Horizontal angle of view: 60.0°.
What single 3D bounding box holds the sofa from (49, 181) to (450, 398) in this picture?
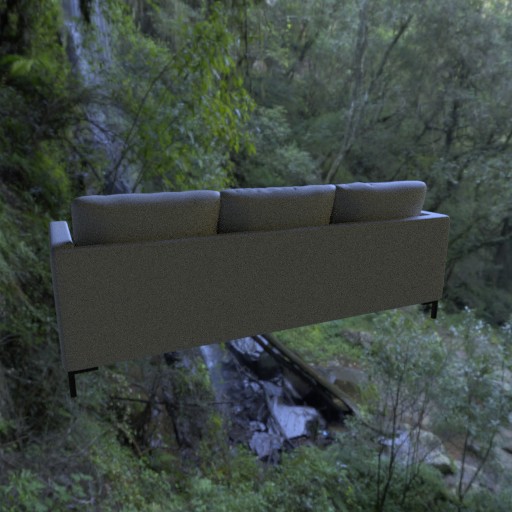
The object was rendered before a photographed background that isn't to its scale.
[{"bbox_3d":[0.000,0.000,2.654,2.218,0.874,0.859,-7,16,-24],"label":"sofa"}]
